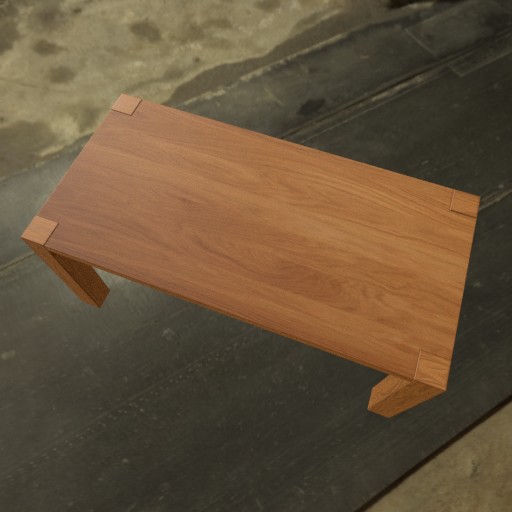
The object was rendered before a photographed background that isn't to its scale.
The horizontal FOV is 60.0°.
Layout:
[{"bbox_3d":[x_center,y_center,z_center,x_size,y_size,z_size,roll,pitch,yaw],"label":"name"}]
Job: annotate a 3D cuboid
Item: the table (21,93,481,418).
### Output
[{"bbox_3d":[0.000,0.000,2.265,1.800,0.760,0.900,19,65,9],"label":"table"}]
